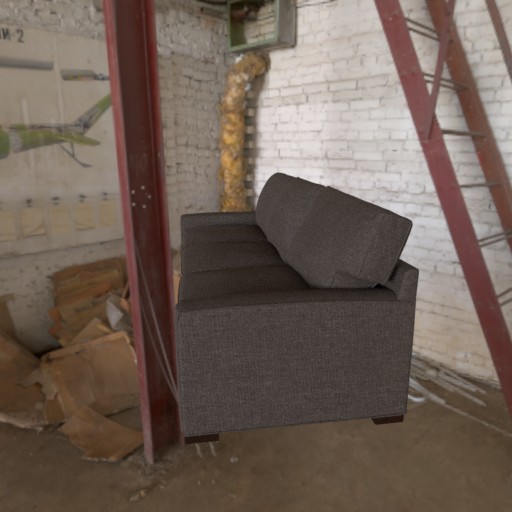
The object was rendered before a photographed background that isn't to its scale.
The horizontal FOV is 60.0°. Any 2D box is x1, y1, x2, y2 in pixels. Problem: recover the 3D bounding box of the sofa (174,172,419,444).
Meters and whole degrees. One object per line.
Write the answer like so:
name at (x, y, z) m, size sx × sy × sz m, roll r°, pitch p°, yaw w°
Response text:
sofa at (0.000, 0.000, 2.909) m, size 1.004 × 0.978 × 2.369 m, roll -2°, pitch 15°, yaw -8°
